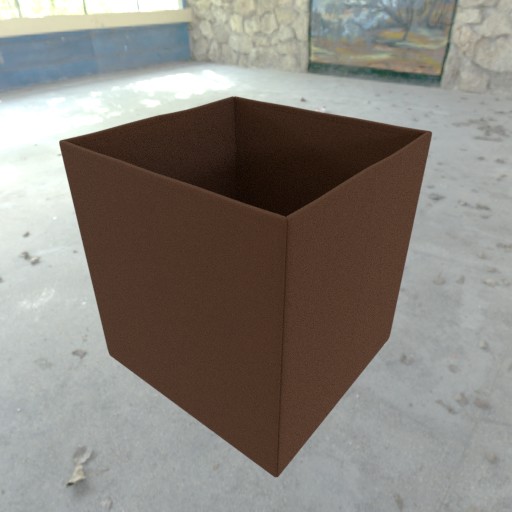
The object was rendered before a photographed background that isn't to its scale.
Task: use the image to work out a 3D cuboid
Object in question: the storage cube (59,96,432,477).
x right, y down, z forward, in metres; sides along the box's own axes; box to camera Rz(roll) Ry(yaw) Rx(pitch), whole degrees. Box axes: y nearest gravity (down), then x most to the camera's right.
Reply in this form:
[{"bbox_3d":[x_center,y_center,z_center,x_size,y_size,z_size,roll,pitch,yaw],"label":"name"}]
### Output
[{"bbox_3d":[0.000,0.000,0.507,0.270,0.280,0.270,23,38,32],"label":"storage cube"}]
